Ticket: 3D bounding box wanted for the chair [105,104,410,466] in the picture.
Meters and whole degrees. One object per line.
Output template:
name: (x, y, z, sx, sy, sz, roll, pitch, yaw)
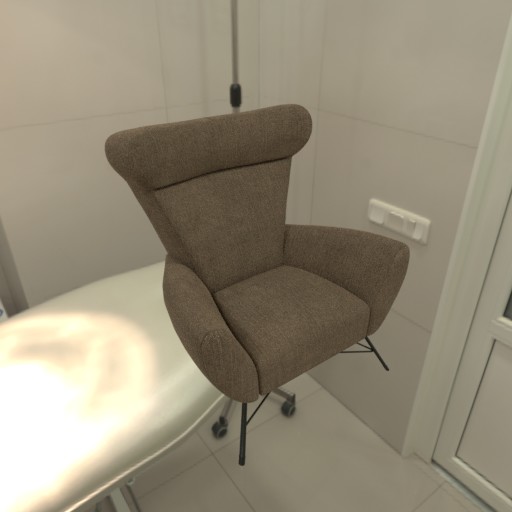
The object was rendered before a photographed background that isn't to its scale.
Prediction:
chair: (0.000, 0.000, 1.828, 0.980, 1.040, 0.900, -20, 35, -31)
